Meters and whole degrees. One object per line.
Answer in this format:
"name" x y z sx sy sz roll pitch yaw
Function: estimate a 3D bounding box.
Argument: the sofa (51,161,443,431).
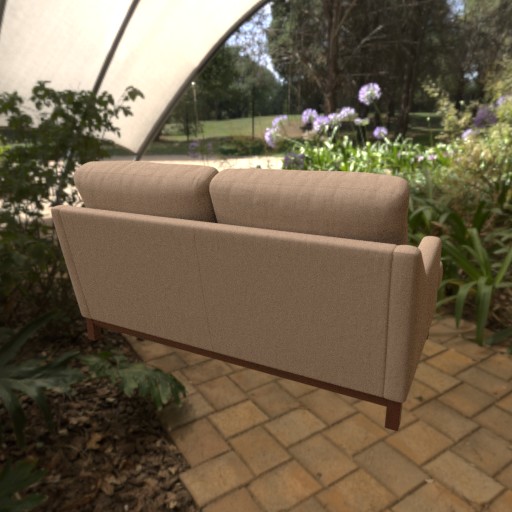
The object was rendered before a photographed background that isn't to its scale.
"sofa" 0.000 0.000 2.141 1.619 0.910 1.004 9 19 26
